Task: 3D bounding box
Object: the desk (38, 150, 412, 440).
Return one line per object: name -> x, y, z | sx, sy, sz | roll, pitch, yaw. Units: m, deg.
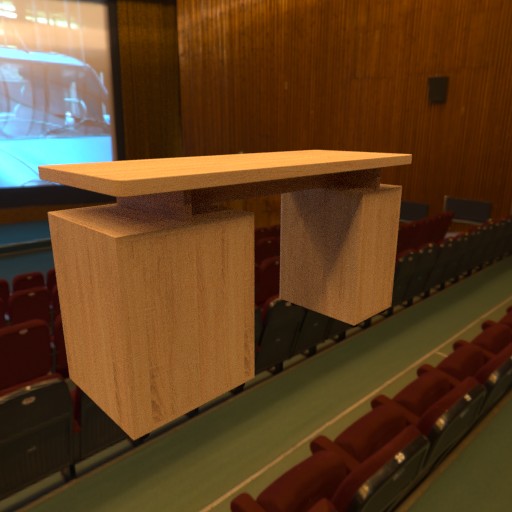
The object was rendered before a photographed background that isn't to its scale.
desk -> 0.000, 0.000, 1.777 | 1.400, 0.760, 0.550 | -15, 22, -42
